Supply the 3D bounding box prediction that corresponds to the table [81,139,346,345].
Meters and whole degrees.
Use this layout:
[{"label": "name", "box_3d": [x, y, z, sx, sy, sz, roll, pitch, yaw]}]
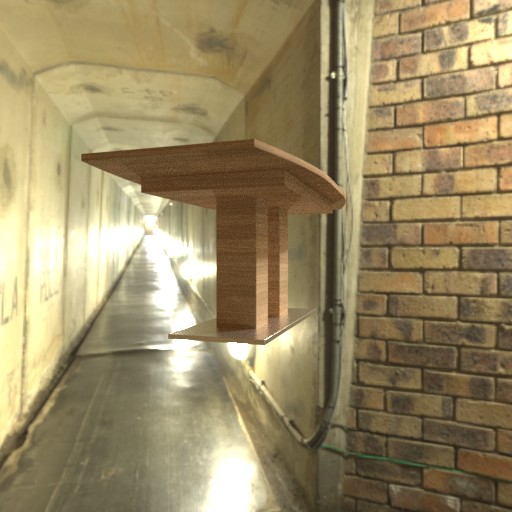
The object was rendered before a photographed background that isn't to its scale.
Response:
[{"label": "table", "box_3d": [0.000, 0.000, 2.476, 0.900, 0.750, 2.032, 0, 0, 18]}]
